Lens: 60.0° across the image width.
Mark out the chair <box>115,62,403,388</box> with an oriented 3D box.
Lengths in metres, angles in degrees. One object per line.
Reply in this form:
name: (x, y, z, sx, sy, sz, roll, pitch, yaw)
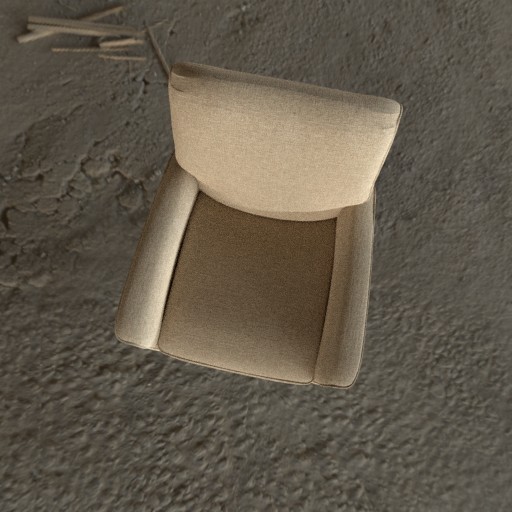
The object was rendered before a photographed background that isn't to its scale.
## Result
chair: (0.000, 0.000, 1.637, 0.841, 1.028, 0.858, 11, 77, 3)
